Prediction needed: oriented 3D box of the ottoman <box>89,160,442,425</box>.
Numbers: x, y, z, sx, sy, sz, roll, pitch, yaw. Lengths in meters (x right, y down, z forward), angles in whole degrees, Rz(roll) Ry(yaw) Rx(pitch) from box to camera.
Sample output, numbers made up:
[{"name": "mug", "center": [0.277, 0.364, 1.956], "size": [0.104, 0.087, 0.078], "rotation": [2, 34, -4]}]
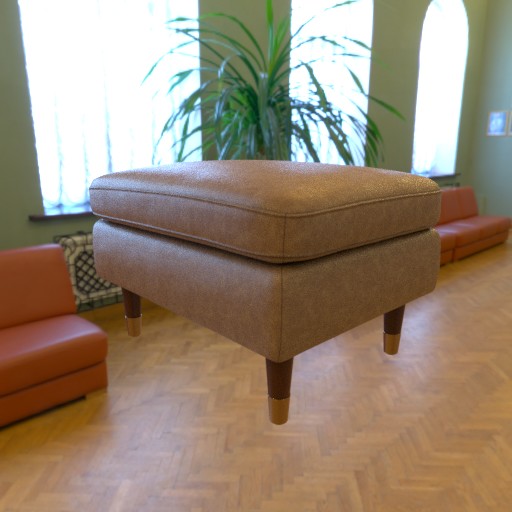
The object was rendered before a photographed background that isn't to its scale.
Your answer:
[{"name": "ottoman", "center": [0.000, 0.000, 1.132], "size": [0.593, 0.478, 0.747], "rotation": [-13, 19, -42]}]
